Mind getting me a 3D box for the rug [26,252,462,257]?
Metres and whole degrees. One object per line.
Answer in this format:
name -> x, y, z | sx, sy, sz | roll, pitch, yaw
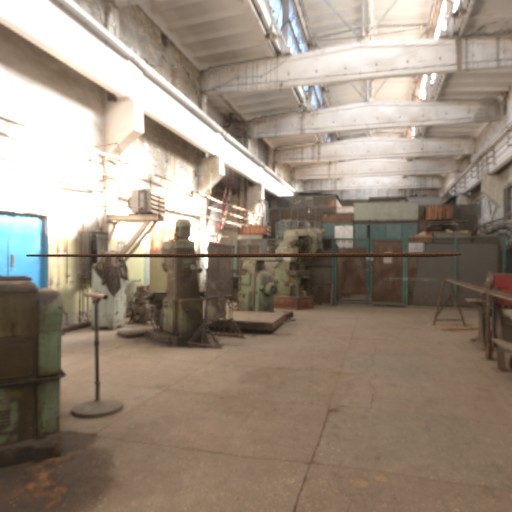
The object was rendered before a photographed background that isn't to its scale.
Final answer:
rug -> 0.000, 0.000, 2.327 | 1.829, 0.010, 1.219 | 0, 0, 18
